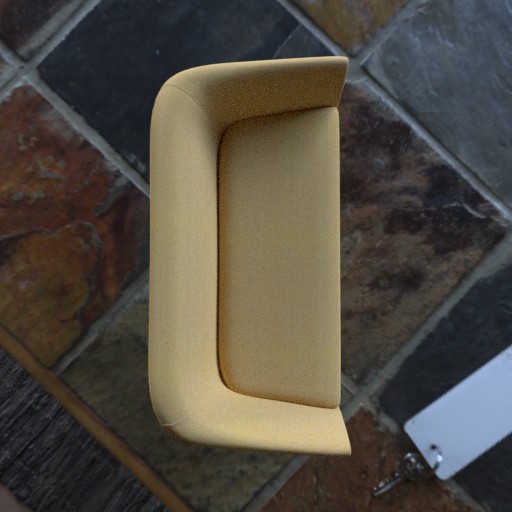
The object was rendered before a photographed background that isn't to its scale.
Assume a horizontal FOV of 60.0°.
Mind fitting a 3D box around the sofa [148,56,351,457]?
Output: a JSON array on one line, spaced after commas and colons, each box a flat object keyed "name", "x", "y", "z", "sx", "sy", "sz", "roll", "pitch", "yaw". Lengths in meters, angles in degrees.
[{"name": "sofa", "x": 0.000, "y": 0.000, "z": 1.822, "sx": 0.705, "sy": 0.721, "sz": 1.452, "roll": 0, "pitch": 88, "yaw": 1}]
